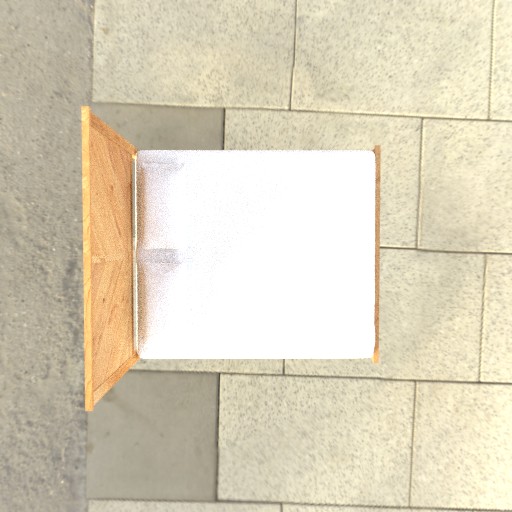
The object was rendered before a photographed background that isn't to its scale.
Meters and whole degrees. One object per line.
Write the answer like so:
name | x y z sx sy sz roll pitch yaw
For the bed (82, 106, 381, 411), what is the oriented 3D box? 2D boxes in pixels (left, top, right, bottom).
bed | 0.000 0.000 3.664 2.201 1.686 1.936 0 92 0
